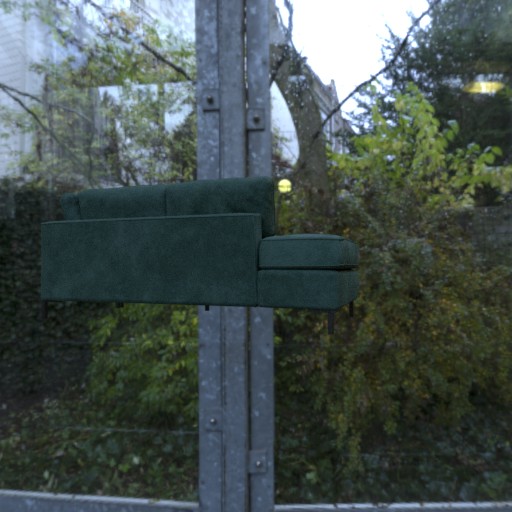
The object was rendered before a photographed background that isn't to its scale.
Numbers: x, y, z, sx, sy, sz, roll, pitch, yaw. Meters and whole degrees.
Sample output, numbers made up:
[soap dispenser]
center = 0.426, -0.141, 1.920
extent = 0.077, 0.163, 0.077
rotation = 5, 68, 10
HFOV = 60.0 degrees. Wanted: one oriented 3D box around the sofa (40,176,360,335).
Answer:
[sofa]
center = 0.000, 0.000, 3.926
extent = 1.992, 0.861, 2.994
rotation = 0, -1, 20
